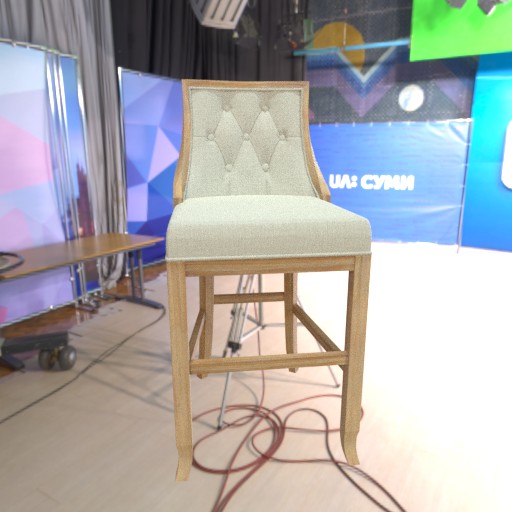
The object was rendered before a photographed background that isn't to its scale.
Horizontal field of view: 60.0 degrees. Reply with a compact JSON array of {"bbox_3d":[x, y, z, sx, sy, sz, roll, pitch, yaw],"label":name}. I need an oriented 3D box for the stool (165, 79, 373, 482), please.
[{"bbox_3d":[0.000,0.000,1.401,0.524,1.101,0.626,-2,15,-7],"label":"stool"}]
